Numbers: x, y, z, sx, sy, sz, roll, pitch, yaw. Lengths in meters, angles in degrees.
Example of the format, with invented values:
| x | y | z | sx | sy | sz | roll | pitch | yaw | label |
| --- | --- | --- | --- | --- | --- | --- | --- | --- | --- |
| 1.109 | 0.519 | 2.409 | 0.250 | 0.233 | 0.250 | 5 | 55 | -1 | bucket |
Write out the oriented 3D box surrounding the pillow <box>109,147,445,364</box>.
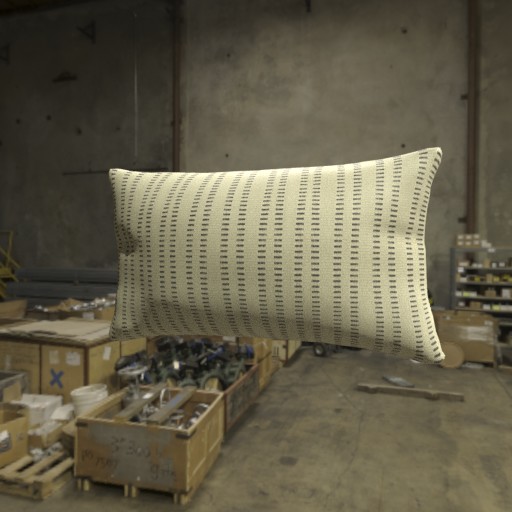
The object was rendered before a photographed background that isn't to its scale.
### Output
| x | y | z | sx | sy | sz | roll | pitch | yaw | label |
| --- | --- | --- | --- | --- | --- | --- | --- | --- | --- |
| 0.000 | 0.000 | 0.806 | 0.640 | 0.353 | 0.210 | 0 | 1 | 18 | pillow |
